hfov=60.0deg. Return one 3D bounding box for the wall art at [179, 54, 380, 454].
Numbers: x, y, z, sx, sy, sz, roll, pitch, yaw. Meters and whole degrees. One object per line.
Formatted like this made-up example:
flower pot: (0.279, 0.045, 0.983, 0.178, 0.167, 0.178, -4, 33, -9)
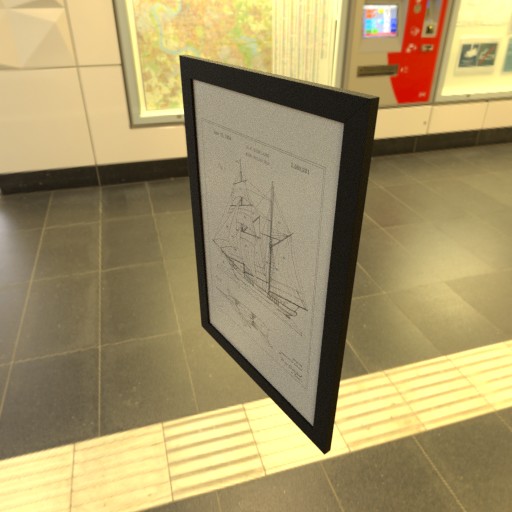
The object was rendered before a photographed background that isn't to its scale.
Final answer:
wall art: (0.000, 0.000, 0.589, 0.011, 0.459, 0.326, -21, 37, -30)
